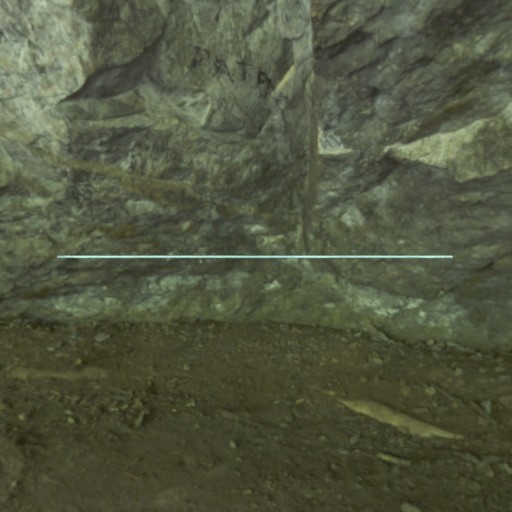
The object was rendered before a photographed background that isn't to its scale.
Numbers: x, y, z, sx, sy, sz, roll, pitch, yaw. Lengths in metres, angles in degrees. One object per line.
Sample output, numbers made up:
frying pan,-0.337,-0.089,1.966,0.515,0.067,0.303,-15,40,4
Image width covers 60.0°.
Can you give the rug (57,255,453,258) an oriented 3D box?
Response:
rug,0.000,0.000,2.830,1.522,0.008,2.284,0,0,0
